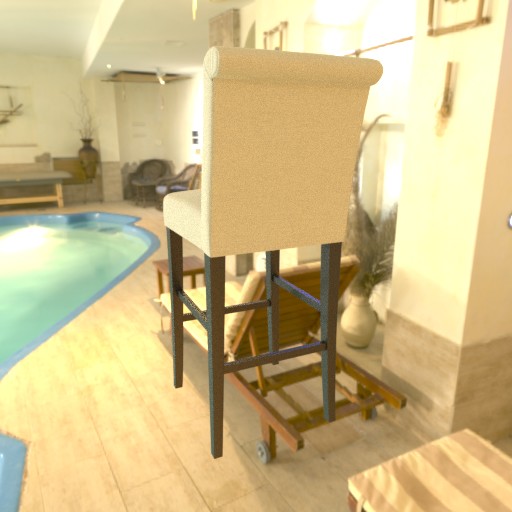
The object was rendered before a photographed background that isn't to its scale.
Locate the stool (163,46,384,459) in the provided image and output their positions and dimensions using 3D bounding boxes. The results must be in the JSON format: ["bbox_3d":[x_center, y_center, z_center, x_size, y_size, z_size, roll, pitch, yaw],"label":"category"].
[{"bbox_3d":[0.000,0.000,1.419,0.452,1.124,0.597,-7,17,-24],"label":"stool"}]
